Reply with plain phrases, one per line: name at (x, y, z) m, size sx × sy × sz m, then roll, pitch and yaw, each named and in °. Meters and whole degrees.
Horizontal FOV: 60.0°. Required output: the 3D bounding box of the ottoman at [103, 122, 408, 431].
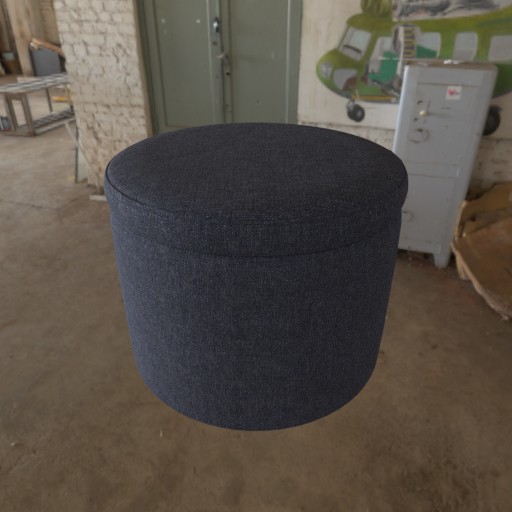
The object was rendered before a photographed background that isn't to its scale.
ottoman at (0.000, 0.000, 0.871) m, size 0.520 × 0.430 × 0.520 m, roll 0°, pitch 30°, yaw 0°
